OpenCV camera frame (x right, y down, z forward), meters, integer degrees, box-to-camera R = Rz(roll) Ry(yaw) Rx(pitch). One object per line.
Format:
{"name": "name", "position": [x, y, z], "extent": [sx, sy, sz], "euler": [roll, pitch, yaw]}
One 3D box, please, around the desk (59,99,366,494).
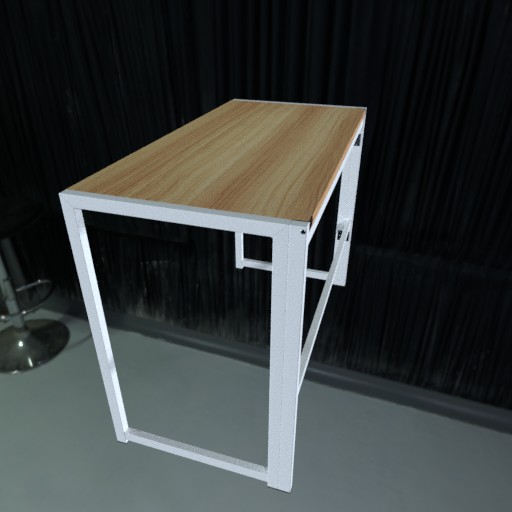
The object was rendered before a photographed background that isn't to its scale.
{"name": "desk", "position": [0.000, 0.000, 1.429], "extent": [0.508, 0.762, 1.016], "euler": [9, 31, 15]}
